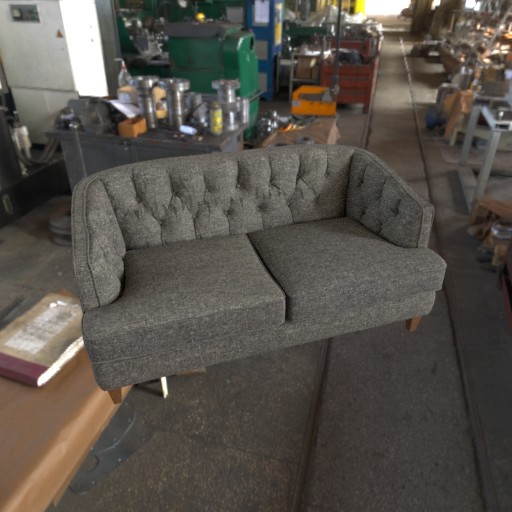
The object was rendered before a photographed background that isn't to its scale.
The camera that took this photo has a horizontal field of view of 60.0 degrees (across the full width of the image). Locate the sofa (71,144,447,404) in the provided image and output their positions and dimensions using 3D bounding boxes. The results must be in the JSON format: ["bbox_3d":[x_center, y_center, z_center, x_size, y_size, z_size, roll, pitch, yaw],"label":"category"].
[{"bbox_3d":[0.000,0.000,2.327,1.733,0.855,0.941,-10,32,-16],"label":"sofa"}]
